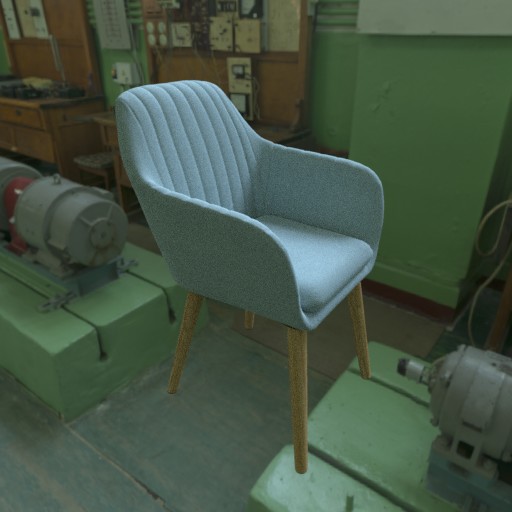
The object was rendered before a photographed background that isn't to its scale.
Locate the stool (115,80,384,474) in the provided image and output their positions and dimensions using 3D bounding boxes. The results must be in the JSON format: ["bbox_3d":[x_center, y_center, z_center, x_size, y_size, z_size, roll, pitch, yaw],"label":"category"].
[{"bbox_3d":[0.000,0.000,1.182,0.590,0.830,0.503,18,32,31],"label":"stool"}]
